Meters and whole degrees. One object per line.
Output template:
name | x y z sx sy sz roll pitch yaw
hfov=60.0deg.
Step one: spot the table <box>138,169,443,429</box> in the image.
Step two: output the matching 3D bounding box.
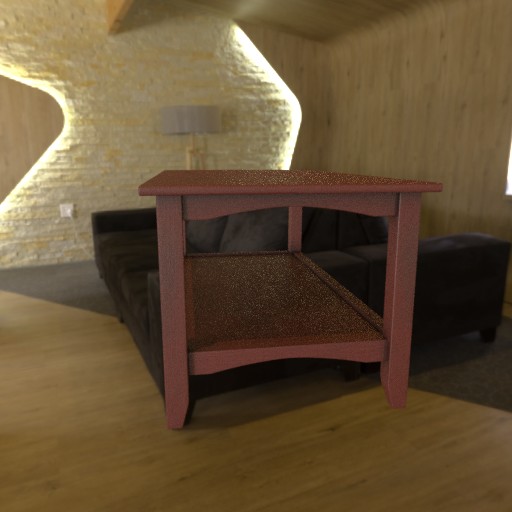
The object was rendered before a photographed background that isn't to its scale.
table | 0.000 0.000 1.257 0.533 0.456 0.943 -2 13 -9
